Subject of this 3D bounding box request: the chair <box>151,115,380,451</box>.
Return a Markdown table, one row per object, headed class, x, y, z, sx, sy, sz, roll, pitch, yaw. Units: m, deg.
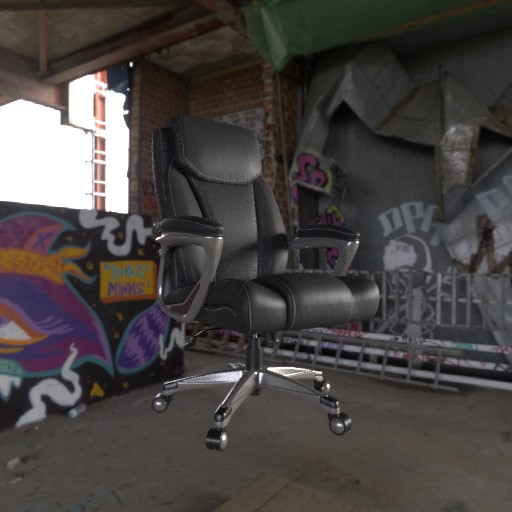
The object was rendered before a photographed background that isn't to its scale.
| class | x | y | z | sx | sy | sz | roll | pitch | yaw |
| --- | --- | --- | --- | --- | --- | --- | --- | --- | --- |
| chair | 0.000 | 0.000 | 1.681 | 0.741 | 1.167 | 0.784 | 0 | 0 | -36 |
